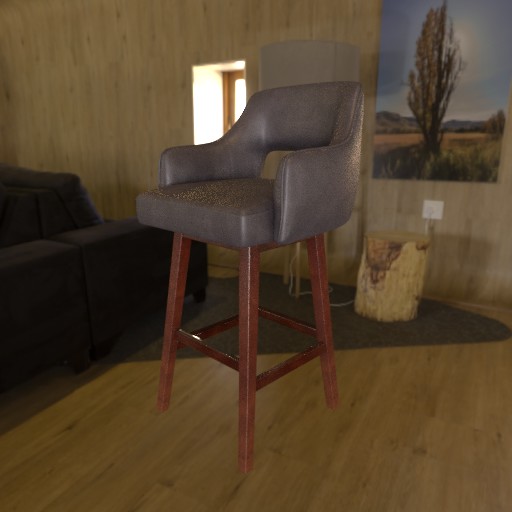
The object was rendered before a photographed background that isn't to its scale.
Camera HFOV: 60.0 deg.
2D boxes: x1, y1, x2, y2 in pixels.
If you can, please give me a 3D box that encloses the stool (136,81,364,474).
[{"bbox_3d":[0.000,0.000,1.370,0.550,1.041,0.560,14,21,42],"label":"stool"}]
